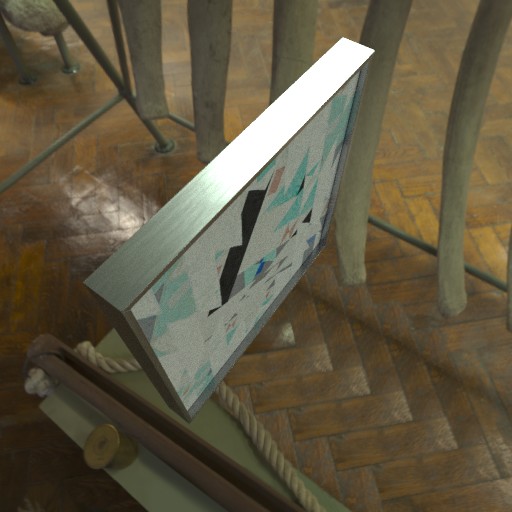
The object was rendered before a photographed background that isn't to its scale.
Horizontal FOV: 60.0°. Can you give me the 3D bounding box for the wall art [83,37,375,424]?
[{"bbox_3d":[0.000,0.000,0.517,0.038,0.350,0.350,31,63,18],"label":"wall art"}]
